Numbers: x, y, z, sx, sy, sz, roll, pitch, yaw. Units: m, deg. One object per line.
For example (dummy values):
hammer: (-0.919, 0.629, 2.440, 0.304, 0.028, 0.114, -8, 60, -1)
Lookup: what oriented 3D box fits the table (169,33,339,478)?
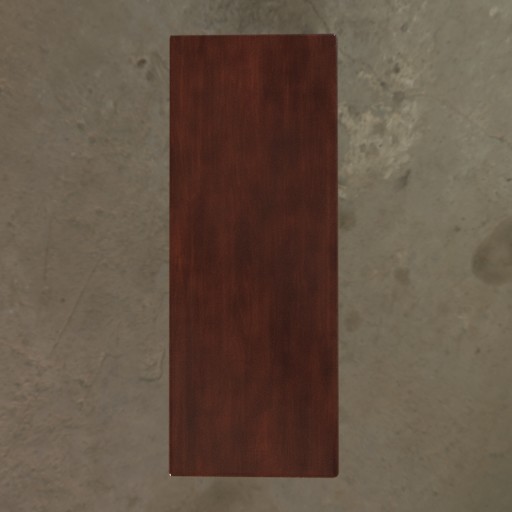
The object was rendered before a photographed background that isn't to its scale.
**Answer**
table: (0.000, 0.000, 1.547, 0.459, 0.740, 1.184, 0, 90, 1)
